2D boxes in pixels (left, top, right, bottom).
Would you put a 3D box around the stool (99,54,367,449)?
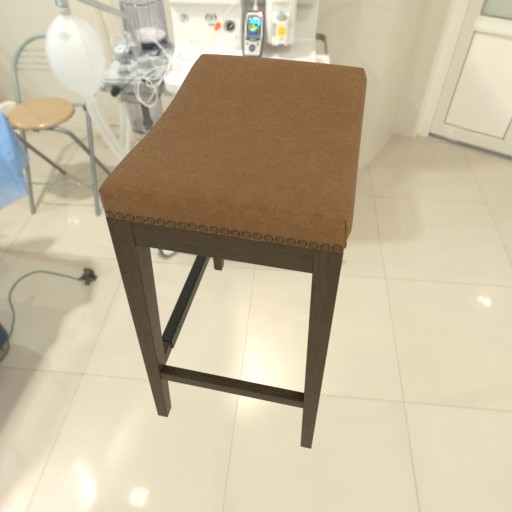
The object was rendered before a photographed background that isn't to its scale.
[{"bbox_3d":[0.000,0.000,0.949,0.361,0.660,0.500,9,46,9],"label":"stool"}]
